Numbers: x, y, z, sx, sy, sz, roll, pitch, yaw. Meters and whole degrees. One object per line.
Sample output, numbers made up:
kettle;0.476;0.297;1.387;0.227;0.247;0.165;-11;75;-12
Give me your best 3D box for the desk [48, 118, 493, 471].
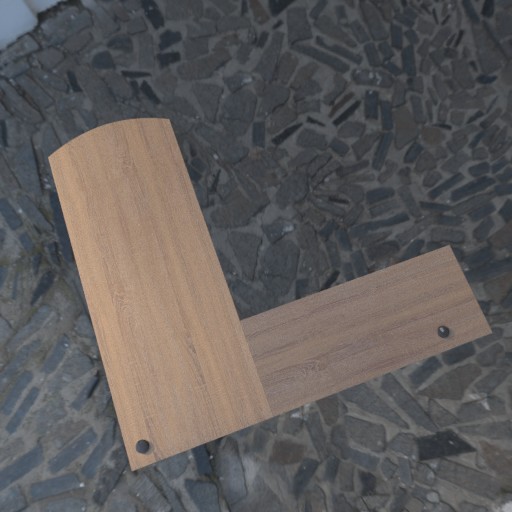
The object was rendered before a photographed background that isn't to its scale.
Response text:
desk;0.000;0.000;2.051;1.361;0.716;1.303;-19;76;-5
